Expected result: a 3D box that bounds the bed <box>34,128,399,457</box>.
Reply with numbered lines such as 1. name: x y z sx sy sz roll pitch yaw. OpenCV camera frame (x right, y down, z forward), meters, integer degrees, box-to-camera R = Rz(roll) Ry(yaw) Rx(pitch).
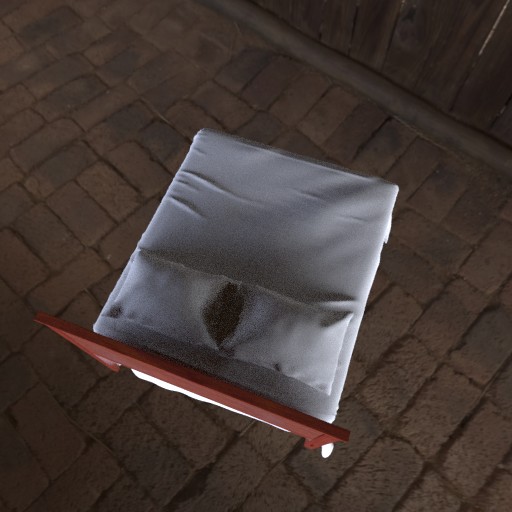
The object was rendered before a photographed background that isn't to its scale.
1. bed: 0.000 0.000 3.106 1.870 1.270 2.050 19 66 9
